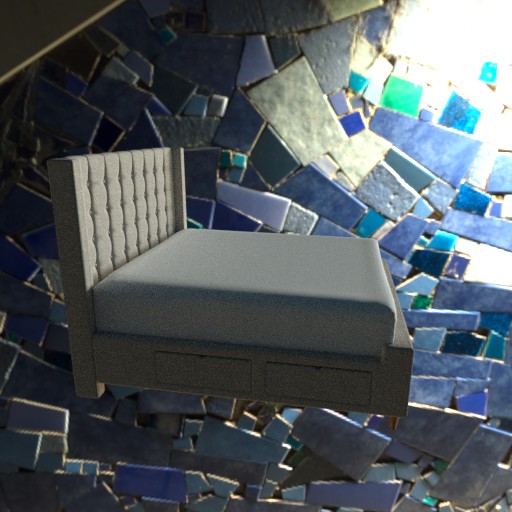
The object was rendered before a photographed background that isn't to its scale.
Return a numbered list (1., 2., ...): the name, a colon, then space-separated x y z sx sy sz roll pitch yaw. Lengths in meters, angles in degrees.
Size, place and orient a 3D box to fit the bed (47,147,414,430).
1. bed: 0.000 0.000 3.816 2.372 1.748 2.044 3 16 11
